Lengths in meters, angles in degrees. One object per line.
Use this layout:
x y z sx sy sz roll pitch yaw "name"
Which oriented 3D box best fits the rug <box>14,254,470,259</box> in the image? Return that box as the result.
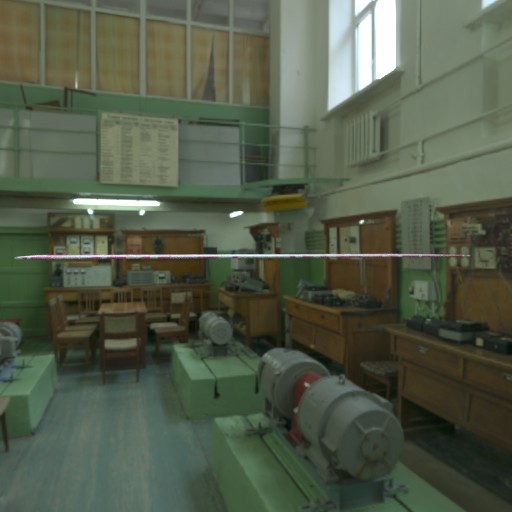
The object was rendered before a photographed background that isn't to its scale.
0.000 0.000 2.634 2.458 0.011 0.787 0 1 -19 "rug"
